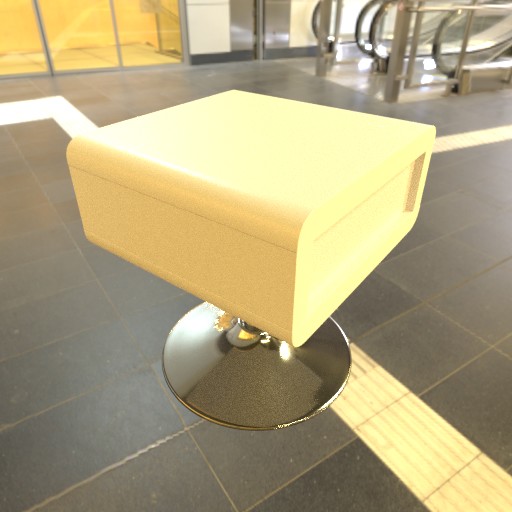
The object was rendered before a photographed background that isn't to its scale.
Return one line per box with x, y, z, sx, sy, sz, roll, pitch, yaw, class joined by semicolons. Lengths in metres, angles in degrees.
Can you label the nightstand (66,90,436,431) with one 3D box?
0.000;0.000;0.772;0.404;0.447;0.399;22;39;30;nightstand
